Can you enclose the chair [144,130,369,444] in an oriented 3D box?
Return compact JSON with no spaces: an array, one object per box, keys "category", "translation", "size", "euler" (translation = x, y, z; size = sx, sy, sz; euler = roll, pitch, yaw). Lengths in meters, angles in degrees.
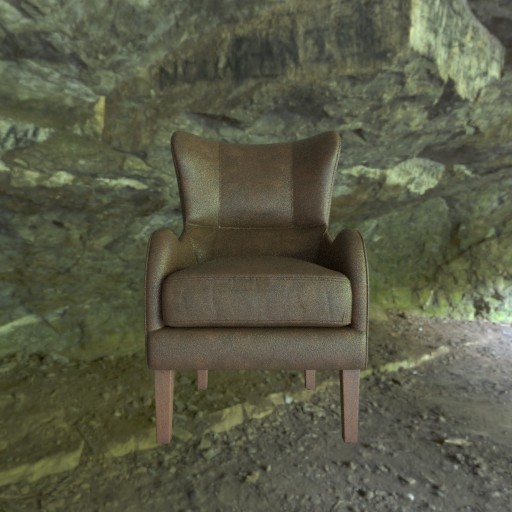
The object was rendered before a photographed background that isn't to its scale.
[{"category":"chair","translation":[0.000,0.000,1.608],"size":[0.692,1.048,0.914],"euler":[0,-1,0]}]
